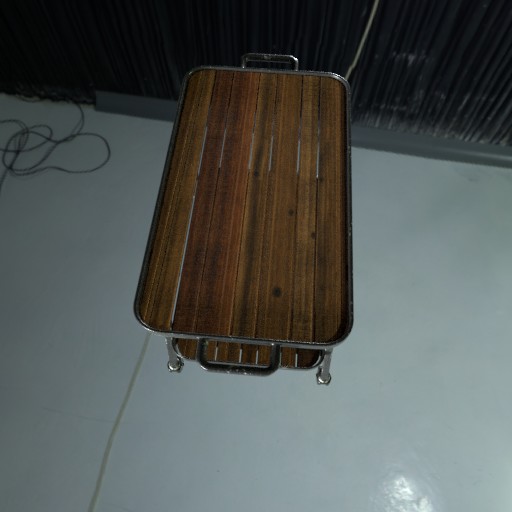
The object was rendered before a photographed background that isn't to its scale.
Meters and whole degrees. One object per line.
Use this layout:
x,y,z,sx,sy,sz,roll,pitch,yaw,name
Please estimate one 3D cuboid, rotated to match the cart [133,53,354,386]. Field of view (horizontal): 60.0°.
0.000,0.000,1.257,0.515,0.700,0.806,4,63,2,cart
